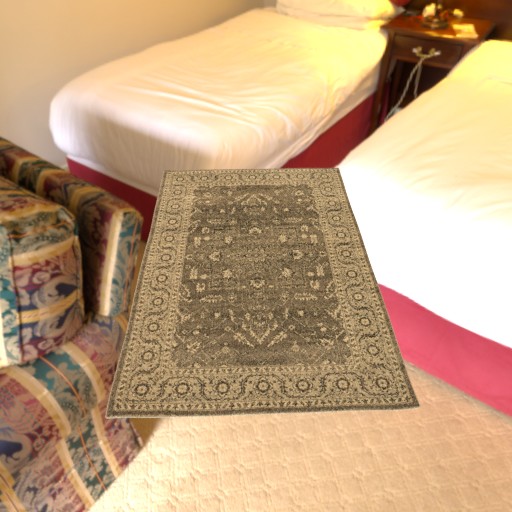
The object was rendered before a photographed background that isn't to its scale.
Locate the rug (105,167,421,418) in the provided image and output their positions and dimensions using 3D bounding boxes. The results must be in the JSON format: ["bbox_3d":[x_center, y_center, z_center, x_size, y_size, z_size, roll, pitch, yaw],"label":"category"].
[{"bbox_3d":[0.000,0.000,2.373,1.209,0.019,1.828,-1,41,-1],"label":"rug"}]
